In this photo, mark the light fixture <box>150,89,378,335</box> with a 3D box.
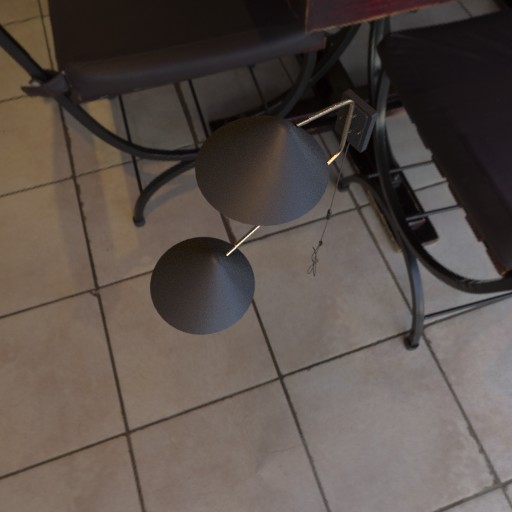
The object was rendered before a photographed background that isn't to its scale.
[{"bbox_3d":[0.000,0.000,0.850,0.422,0.665,0.189,-35,69,-16],"label":"light fixture"}]
